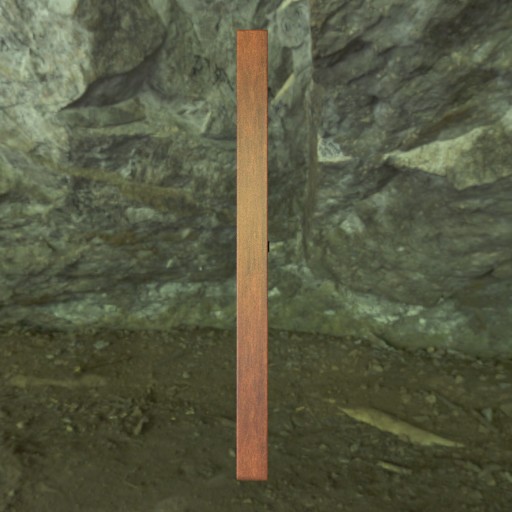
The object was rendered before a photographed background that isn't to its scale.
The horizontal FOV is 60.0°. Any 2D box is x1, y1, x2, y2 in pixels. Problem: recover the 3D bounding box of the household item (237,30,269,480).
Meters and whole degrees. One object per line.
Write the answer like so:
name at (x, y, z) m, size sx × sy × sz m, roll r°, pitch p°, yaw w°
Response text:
household item at (0.000, 0.000, 0.346) m, size 0.020 × 0.250 × 0.200 m, roll 0°, pitch -1°, yaw 0°
